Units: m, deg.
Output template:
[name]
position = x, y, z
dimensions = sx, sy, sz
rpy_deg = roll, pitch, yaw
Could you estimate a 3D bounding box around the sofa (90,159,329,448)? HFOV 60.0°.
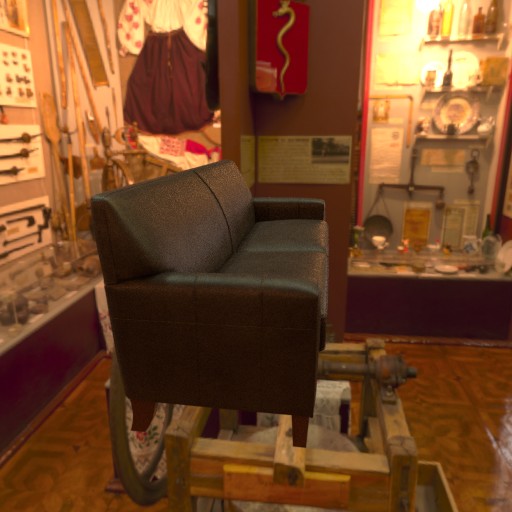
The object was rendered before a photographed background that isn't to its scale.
[sofa]
position = 0.000, 0.000, 2.495
dimensions = 0.805, 0.947, 2.053
rpy_deg = 2, 16, 9
